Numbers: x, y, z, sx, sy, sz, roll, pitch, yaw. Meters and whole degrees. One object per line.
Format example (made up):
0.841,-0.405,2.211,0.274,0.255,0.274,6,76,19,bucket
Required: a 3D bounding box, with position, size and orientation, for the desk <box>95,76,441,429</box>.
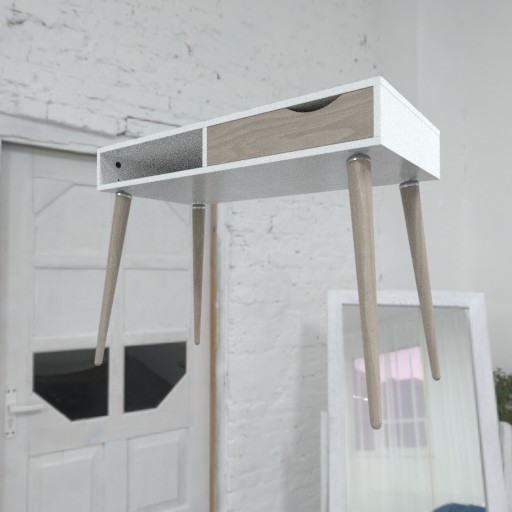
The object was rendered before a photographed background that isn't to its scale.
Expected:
0.000,0.000,1.381,0.979,0.723,0.491,-1,-1,36,desk
